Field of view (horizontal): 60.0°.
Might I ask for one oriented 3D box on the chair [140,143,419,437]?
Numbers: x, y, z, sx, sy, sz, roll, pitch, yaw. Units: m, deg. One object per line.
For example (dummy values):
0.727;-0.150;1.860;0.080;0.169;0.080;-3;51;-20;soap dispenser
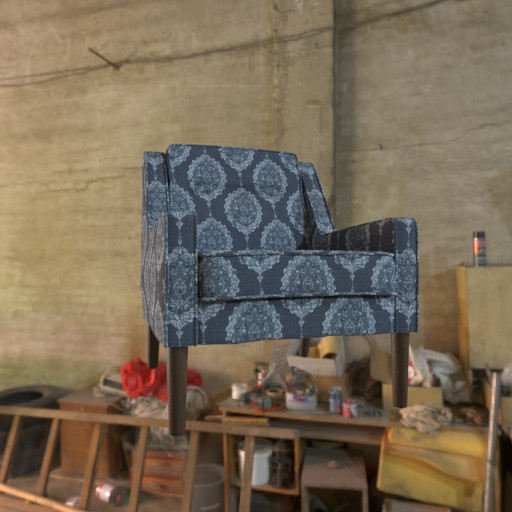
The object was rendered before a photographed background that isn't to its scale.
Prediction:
0.000;0.000;1.364;0.663;0.792;0.743;0;0;-18;chair
